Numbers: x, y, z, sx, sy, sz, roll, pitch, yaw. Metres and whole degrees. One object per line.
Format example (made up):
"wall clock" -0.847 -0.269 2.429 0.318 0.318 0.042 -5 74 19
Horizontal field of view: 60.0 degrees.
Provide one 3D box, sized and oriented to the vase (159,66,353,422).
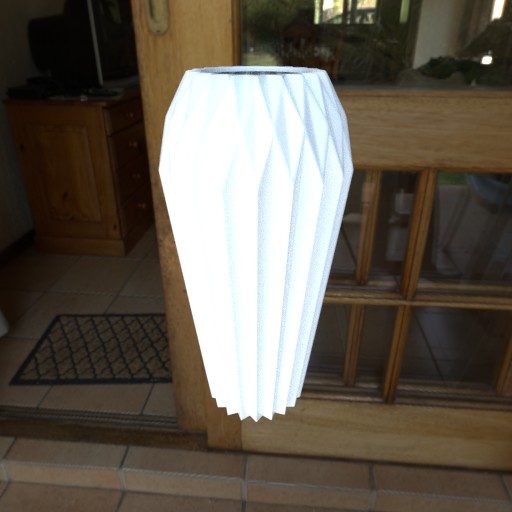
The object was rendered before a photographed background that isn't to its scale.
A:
"vase" 0.000 0.000 0.339 0.133 0.263 0.133 0 27 0
